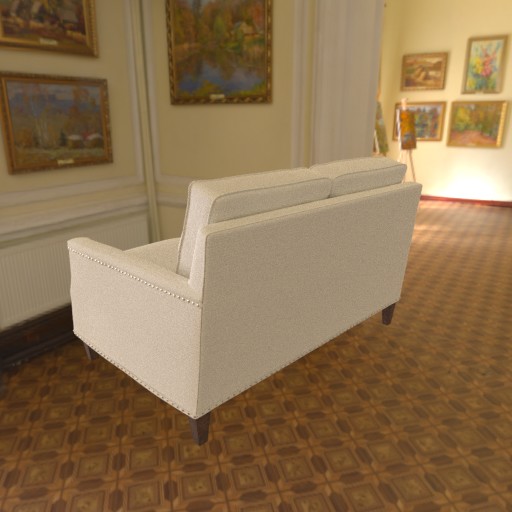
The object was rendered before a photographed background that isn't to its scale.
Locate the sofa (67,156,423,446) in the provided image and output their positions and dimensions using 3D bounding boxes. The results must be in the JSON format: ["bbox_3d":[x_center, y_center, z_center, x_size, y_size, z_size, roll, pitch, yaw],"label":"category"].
[{"bbox_3d":[0.000,0.000,2.333,1.084,1.003,1.597,16,24,42],"label":"sofa"}]
